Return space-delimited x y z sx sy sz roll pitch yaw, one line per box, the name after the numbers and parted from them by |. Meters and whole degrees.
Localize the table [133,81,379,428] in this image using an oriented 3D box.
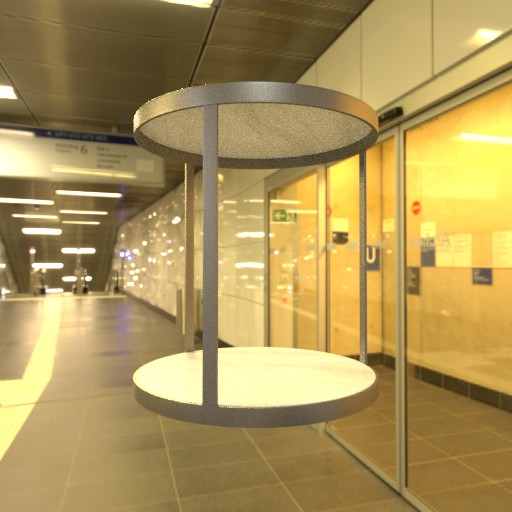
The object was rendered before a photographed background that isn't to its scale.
0.000 0.000 0.833 0.445 0.479 0.445 0 -1 0 | table
